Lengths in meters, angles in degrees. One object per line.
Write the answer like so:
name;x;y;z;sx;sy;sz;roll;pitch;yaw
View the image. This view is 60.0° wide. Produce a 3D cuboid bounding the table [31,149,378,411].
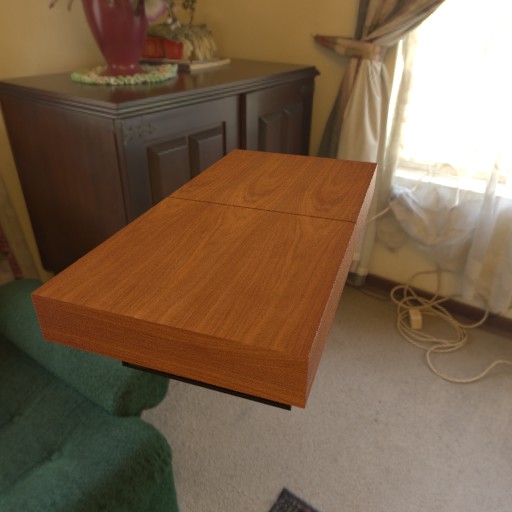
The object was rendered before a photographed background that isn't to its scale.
table;0.000;0.000;1.436;0.610;0.330;1.194;10;30;17
